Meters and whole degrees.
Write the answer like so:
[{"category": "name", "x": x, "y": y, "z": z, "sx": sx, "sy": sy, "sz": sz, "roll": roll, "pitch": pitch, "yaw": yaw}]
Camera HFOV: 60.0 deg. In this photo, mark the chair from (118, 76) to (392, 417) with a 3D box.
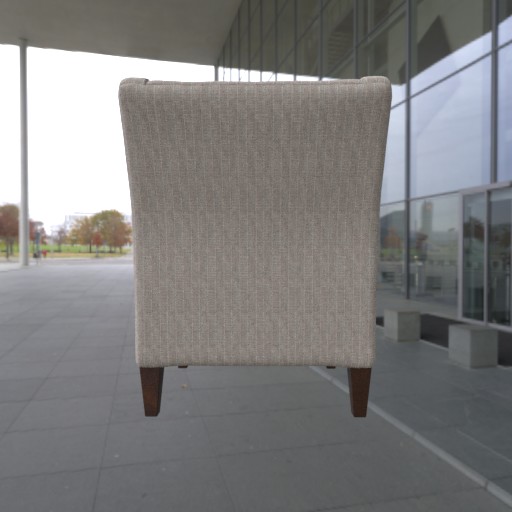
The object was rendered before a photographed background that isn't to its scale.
[{"category": "chair", "x": 0.000, "y": 0.000, "z": 1.631, "sx": 0.774, "sy": 1.014, "sz": 0.870, "roll": 0, "pitch": 1, "yaw": 1}]
